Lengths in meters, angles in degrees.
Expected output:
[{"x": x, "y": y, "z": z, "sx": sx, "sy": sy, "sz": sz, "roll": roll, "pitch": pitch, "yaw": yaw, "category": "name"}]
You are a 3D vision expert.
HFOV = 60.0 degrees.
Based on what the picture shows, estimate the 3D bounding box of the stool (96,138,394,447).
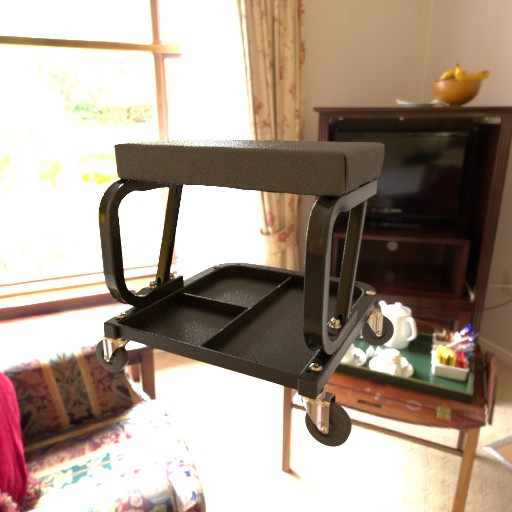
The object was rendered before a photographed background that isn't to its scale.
[{"x": 0.000, "y": 0.000, "z": 0.760, "sx": 0.446, "sy": 0.380, "sz": 0.371, "roll": 9, "pitch": 19, "yaw": 26, "category": "stool"}]
